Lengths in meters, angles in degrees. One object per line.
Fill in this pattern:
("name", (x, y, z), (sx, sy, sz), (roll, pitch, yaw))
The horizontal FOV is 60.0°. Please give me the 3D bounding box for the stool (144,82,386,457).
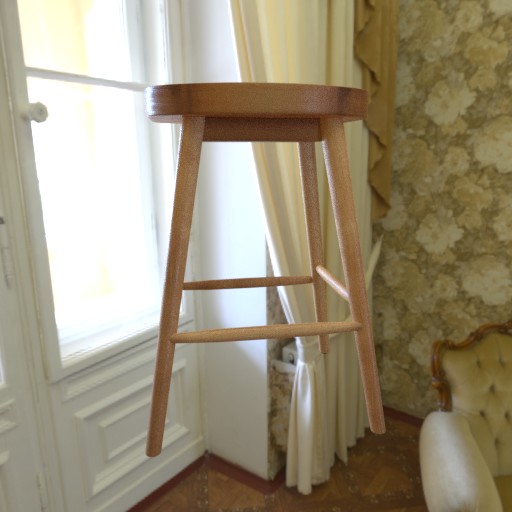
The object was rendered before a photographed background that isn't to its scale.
("stool", (0.000, 0.000, 0.890), (0.440, 0.615, 0.361), (-2, 14, -8))
